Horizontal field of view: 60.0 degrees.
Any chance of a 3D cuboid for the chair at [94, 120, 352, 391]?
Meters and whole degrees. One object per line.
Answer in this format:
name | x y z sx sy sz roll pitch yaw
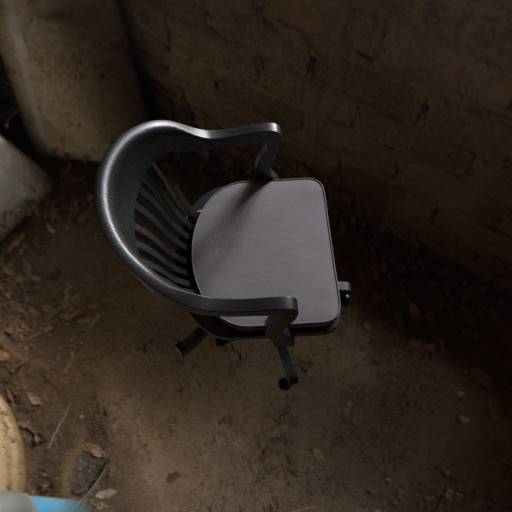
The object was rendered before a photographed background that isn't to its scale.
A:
chair | 0.000 0.000 1.481 0.788 0.878 0.750 -3 64 -1
